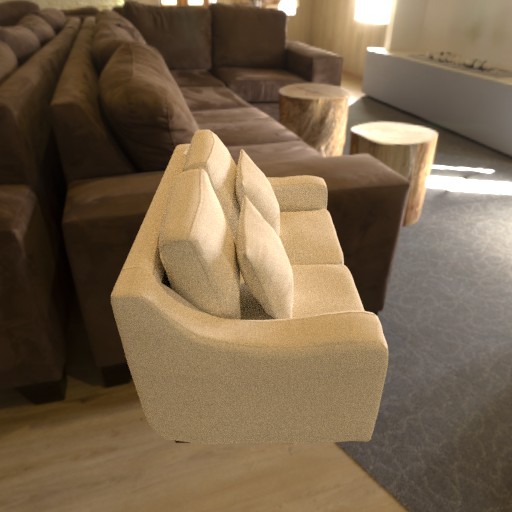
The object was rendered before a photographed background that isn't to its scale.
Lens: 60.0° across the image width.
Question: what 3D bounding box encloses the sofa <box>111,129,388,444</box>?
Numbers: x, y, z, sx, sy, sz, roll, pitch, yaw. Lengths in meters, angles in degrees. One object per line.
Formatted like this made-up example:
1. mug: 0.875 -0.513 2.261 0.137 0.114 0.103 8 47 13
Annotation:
1. sofa: 0.000 0.000 2.417 1.040 1.047 1.744 -1 31 -1
